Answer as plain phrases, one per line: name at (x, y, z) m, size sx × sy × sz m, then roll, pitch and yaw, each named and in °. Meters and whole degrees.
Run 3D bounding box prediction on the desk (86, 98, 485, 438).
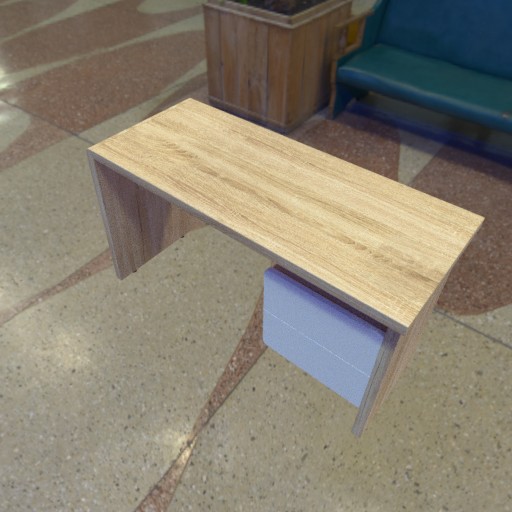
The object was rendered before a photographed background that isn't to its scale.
desk at (0.000, 0.000, 1.698) m, size 1.300 × 0.750 × 0.500 m, roll 30°, pitch 52°, yaw 27°
